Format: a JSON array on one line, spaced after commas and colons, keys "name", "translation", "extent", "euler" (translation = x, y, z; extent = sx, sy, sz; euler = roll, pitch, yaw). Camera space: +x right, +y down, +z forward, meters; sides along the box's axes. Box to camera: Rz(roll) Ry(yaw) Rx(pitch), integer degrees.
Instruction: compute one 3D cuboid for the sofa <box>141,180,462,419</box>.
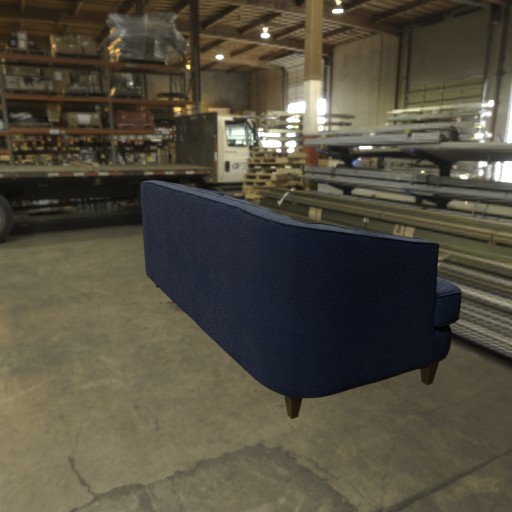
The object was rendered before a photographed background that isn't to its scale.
[{"name": "sofa", "translation": [0.000, 0.000, 2.730], "extent": [0.941, 0.855, 2.278], "euler": [-8, 16, -28]}]
